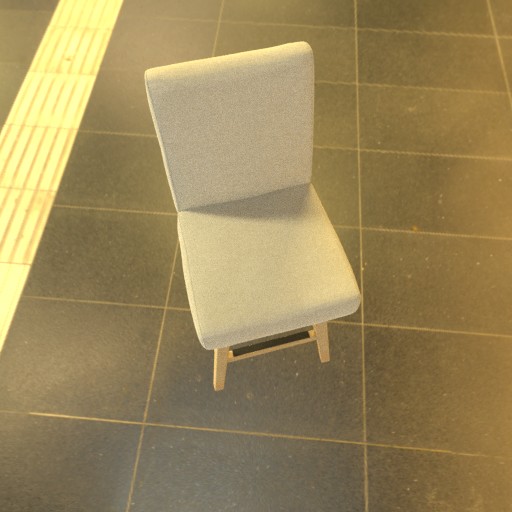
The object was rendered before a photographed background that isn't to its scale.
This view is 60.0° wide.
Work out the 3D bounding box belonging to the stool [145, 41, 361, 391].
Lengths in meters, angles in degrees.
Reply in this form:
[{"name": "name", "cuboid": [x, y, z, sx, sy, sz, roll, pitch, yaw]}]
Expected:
[{"name": "stool", "cuboid": [0.000, 0.000, 1.323, 0.446, 1.015, 0.543, -13, 64, -6]}]
